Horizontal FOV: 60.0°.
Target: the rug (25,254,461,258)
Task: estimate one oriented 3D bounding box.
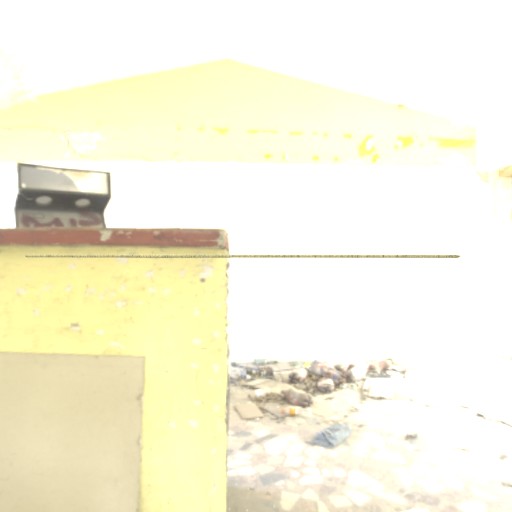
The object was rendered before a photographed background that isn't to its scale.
[{"bbox_3d":[0.000,0.000,2.881,2.263,0.017,1.523,0,0,18],"label":"rug"}]
